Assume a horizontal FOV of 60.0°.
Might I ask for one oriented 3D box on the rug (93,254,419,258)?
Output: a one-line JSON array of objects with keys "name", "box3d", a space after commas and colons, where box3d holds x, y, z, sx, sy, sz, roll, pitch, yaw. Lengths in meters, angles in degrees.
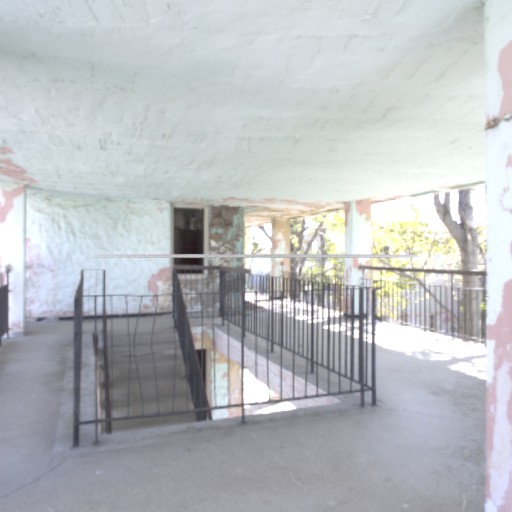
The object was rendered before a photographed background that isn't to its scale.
[{"name": "rug", "box3d": [0.000, 0.000, 2.300, 1.593, 0.012, 1.593, 0, 0, 0]}]
